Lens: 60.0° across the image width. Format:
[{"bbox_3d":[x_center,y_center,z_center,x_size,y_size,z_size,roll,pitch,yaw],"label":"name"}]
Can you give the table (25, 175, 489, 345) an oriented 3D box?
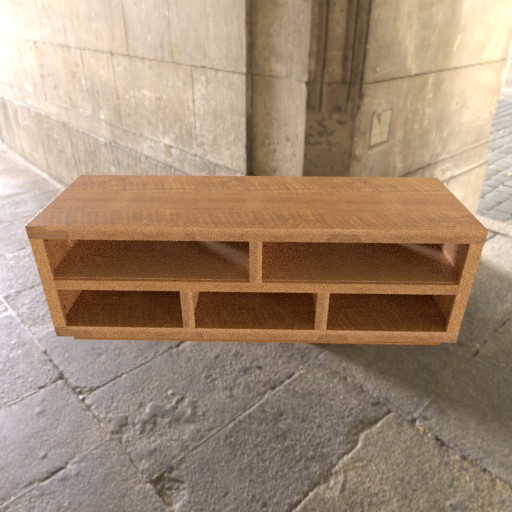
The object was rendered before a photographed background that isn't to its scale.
[{"bbox_3d":[0.000,0.000,1.769,1.499,0.491,0.499,1,30,1],"label":"table"}]
